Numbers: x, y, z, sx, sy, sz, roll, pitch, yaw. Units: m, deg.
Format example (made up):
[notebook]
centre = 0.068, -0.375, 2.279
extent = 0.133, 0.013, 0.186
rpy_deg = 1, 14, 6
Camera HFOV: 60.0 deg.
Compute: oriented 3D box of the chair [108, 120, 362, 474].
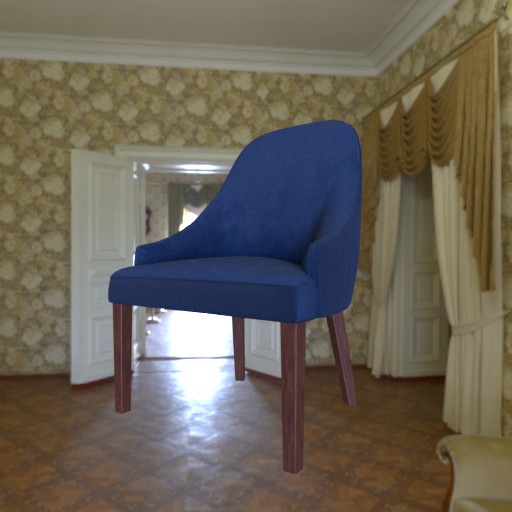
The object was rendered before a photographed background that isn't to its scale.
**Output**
[chair]
centre = 0.000, 0.000, 1.298
extent = 0.643, 0.889, 0.575
rpy_deg = 0, 1, 37
